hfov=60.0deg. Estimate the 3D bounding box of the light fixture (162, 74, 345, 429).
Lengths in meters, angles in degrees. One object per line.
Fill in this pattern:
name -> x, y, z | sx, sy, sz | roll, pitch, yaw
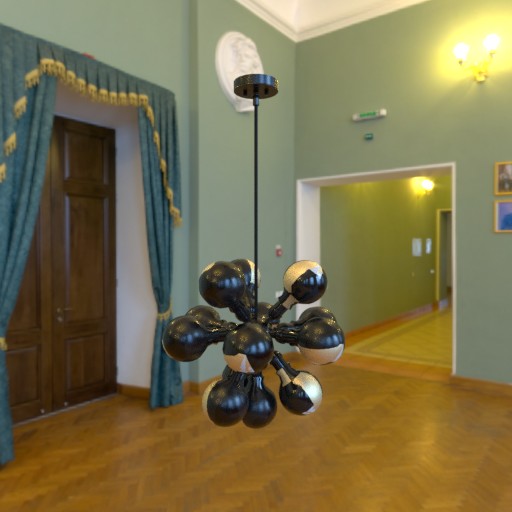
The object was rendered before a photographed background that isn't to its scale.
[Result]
light fixture -> 0.000, 0.000, 1.104 | 0.468, 0.859, 0.420 | 1, 1, 35
